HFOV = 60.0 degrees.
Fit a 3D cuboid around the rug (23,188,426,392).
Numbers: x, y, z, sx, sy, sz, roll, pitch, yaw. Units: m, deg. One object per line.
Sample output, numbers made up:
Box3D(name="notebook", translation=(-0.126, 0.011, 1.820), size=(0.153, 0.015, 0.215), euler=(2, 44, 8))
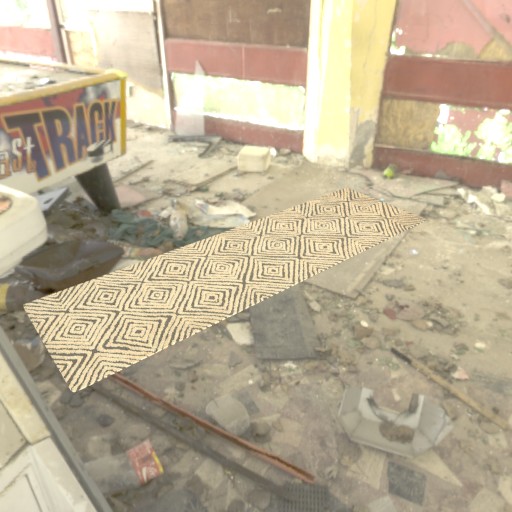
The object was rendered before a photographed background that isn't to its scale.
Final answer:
Box3D(name="rug", translation=(0.000, 0.000, 2.471), size=(2.277, 0.008, 0.676), euler=(-23, 38, -32))
